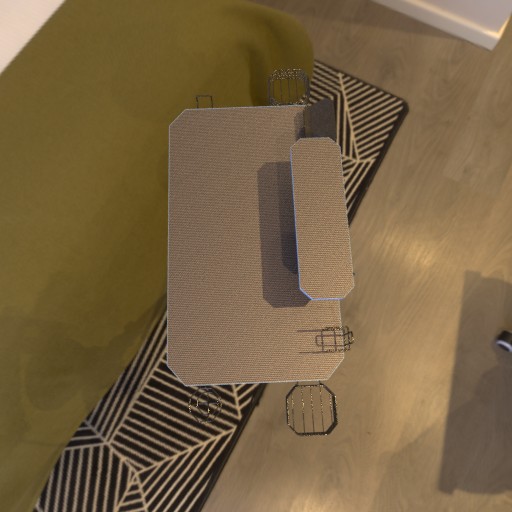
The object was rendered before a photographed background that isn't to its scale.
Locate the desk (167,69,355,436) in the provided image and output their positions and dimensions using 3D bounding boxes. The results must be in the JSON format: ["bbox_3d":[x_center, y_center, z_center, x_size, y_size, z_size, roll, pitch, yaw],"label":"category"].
[{"bbox_3d":[0.000,0.000,1.786,0.594,0.909,1.295,-2,75,-1],"label":"desk"}]
